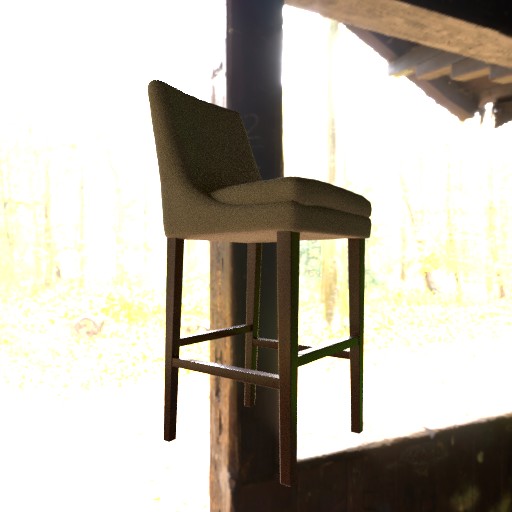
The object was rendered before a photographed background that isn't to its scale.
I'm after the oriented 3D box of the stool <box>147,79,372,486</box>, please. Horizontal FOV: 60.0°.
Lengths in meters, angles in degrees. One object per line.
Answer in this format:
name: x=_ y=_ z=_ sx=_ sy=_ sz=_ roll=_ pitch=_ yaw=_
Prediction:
stool: x=0.000 y=0.000 z=1.353 sx=0.577 sy=1.078 sz=0.470 roll=0 pitch=-1 yaw=37
